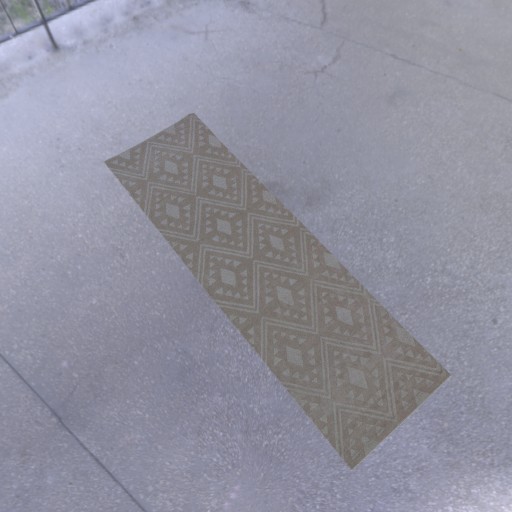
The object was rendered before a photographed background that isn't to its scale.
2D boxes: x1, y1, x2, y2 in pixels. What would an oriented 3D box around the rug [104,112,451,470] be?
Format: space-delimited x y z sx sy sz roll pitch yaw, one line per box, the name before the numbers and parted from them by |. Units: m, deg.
rug | 0.000 0.000 2.728 0.752 0.051 2.452 -35 68 -17
